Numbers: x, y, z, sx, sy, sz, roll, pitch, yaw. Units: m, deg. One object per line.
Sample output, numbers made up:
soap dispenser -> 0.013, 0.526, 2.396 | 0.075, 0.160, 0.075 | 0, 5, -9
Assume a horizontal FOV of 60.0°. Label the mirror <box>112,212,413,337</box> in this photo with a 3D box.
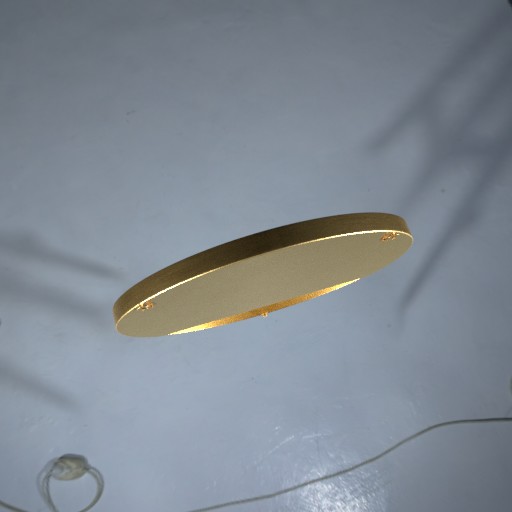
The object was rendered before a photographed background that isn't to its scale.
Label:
mirror -> 0.000, 0.000, 0.706 | 0.457, 0.457, 0.133 | -16, 75, -4
